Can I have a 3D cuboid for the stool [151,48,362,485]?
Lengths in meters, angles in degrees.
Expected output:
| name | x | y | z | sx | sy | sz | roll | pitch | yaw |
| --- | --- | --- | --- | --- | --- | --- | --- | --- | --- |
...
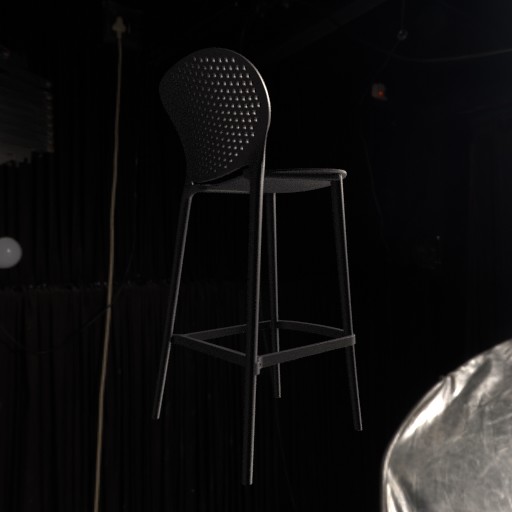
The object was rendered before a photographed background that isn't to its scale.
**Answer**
| name | x | y | z | sx | sy | sz | roll | pitch | yaw |
| --- | --- | --- | --- | --- | --- | --- | --- | --- | --- |
| stool | 0.000 | 0.000 | 1.348 | 0.535 | 1.045 | 0.536 | 0 | 0 | -36 |
